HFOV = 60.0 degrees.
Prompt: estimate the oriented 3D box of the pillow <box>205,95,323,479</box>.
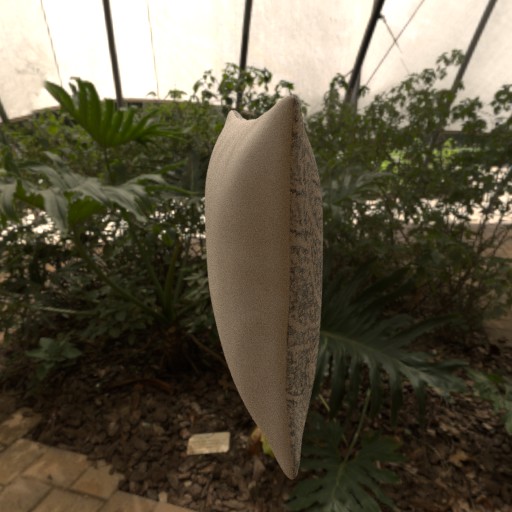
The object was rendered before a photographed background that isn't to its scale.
[{"bbox_3d":[0.000,0.000,0.789,0.166,0.510,0.523,-3,16,-10],"label":"pillow"}]
